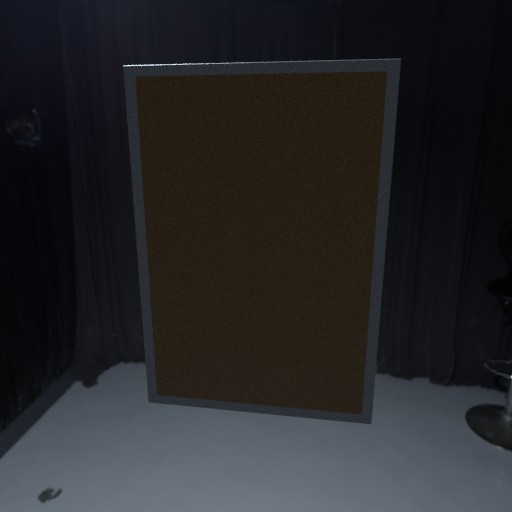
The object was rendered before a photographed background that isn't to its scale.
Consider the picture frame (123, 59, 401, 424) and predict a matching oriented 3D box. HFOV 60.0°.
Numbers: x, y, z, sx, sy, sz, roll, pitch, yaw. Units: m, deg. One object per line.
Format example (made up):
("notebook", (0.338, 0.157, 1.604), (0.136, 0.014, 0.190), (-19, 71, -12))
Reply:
("picture frame", (0.000, 0.000, 0.816), (0.457, 0.657, 0.013), (3, 16, 9))
